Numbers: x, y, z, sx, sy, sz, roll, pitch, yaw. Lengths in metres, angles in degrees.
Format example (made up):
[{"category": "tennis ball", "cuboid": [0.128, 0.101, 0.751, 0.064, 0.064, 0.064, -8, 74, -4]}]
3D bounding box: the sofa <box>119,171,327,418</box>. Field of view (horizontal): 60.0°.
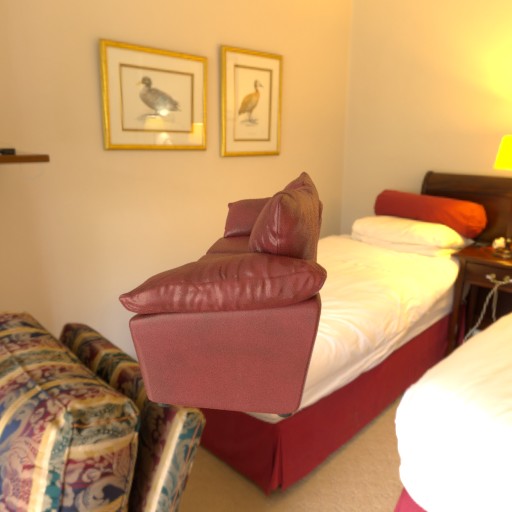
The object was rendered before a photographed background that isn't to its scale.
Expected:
[{"category": "sofa", "cuboid": [0.000, 0.000, 2.977, 0.907, 1.091, 2.390, 2, 15, 8]}]
